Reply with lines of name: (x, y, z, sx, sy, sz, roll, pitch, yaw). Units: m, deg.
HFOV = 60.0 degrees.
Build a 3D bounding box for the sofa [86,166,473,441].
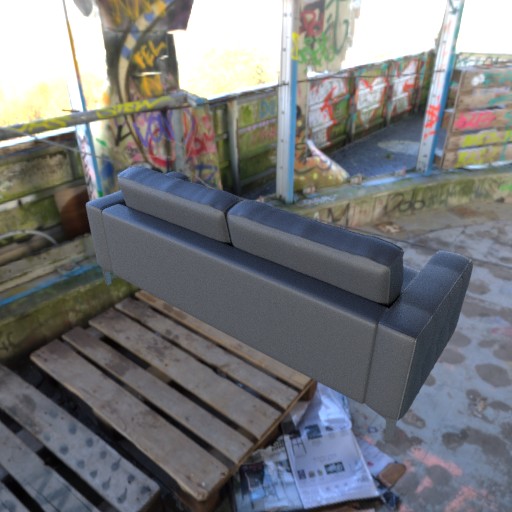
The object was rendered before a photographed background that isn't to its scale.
sofa: (0.000, 0.000, 2.709, 2.275, 0.893, 0.833, 21, 36, 32)
